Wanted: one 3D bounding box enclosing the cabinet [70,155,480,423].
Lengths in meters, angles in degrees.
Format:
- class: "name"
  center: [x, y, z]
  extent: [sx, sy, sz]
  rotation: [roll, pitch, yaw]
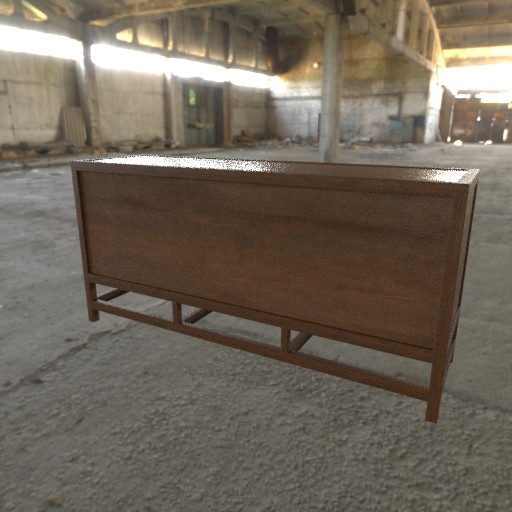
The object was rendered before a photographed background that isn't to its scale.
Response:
- class: "cabinet"
  center: [0.000, 0.000, 2.020]
  extent: [1.708, 0.820, 0.522]
  rotation: [9, 19, 28]
